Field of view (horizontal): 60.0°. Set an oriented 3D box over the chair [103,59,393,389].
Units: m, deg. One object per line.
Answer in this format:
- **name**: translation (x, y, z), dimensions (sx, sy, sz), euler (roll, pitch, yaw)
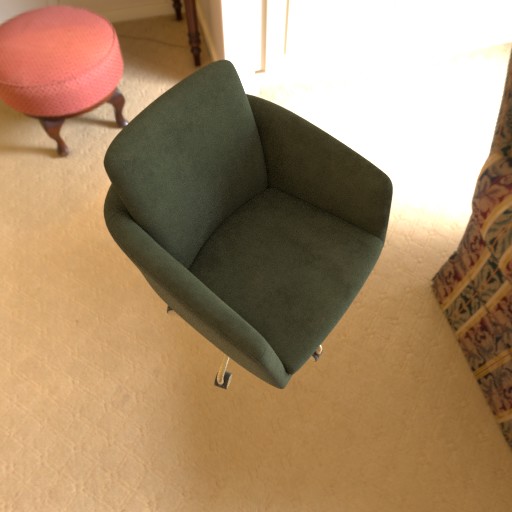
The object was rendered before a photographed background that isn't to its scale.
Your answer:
- **chair**: translation (0.000, 0.000, 1.353), dimensions (0.635, 0.908, 0.641), euler (33, 64, 18)
